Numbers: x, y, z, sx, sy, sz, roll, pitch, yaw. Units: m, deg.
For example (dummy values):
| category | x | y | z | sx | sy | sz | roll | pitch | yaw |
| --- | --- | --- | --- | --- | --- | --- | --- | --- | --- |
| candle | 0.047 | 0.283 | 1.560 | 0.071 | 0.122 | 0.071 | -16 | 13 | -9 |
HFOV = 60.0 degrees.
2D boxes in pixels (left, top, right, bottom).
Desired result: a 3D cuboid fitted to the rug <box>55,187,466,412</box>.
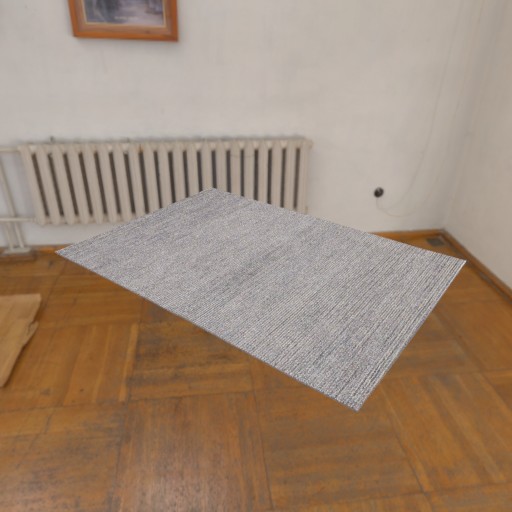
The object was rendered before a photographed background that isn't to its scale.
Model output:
| category | x | y | z | sx | sy | sz | roll | pitch | yaw |
| --- | --- | --- | --- | --- | --- | --- | --- | --- | --- |
| rug | 0.000 | 0.000 | 3.006 | 2.307 | 0.030 | 1.604 | 21 | 35 | 32 |
